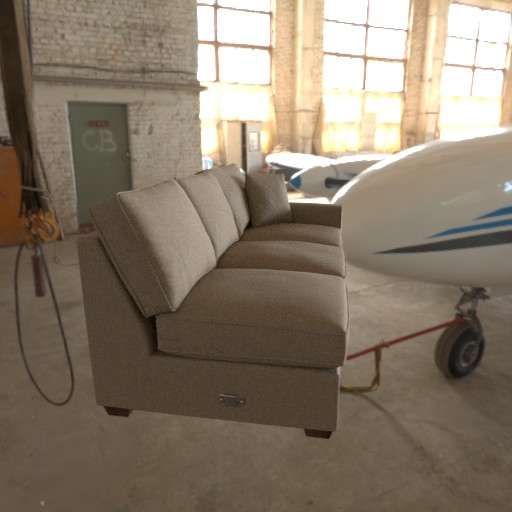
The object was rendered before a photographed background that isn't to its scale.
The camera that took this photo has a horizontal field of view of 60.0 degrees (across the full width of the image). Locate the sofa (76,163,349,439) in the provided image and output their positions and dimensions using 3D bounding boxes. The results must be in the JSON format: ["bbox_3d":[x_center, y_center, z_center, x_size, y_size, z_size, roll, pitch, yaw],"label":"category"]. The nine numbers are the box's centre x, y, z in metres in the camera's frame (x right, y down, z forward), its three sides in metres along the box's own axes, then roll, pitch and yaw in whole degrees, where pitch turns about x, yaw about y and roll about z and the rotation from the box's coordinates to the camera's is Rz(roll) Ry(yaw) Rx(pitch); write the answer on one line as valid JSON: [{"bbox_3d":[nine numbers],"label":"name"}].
[{"bbox_3d":[0.000,0.000,2.551,1.034,0.946,1.963,3,15,10],"label":"sofa"}]
